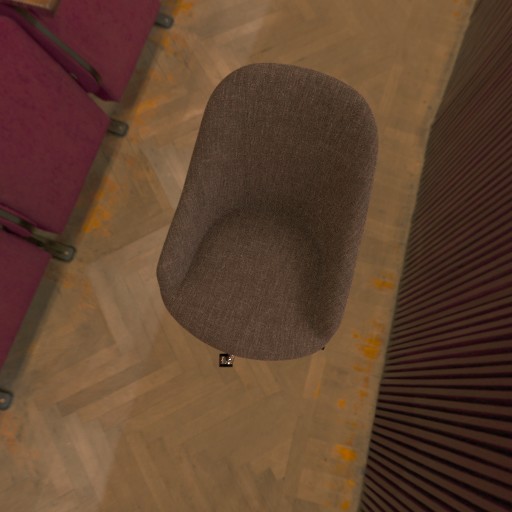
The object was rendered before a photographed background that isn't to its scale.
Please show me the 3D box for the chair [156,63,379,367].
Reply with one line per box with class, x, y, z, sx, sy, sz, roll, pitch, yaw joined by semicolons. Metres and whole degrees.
chair;0.000;0.000;1.415;0.671;0.950;0.712;16;75;5
